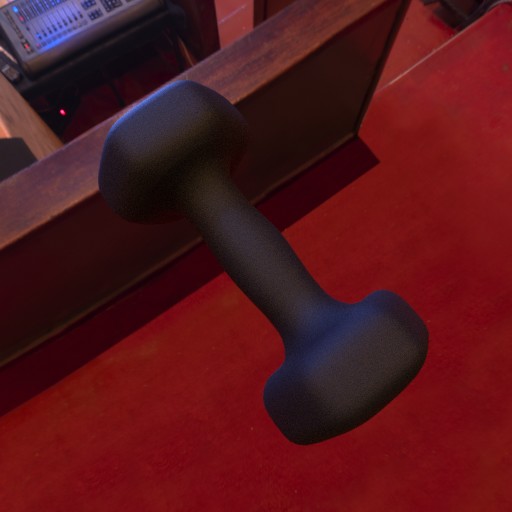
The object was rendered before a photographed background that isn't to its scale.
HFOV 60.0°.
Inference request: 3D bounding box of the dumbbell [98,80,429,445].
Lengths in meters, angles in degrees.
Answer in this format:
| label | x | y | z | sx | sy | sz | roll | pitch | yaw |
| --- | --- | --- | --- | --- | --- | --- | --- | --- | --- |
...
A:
| label | x | y | z | sx | sy | sz | roll | pitch | yaw |
| --- | --- | --- | --- | --- | --- | --- | --- | --- | --- |
| dumbbell | 0.000 | 0.000 | 0.287 | 0.112 | 0.101 | 0.231 | -37 | 79 | -9 |
